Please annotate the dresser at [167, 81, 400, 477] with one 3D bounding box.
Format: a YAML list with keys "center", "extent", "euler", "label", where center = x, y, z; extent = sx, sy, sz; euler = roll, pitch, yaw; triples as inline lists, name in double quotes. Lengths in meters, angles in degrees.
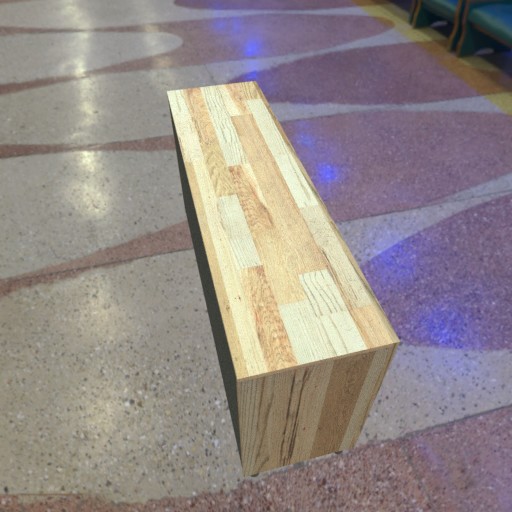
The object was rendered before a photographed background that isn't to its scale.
- center: [0.000, 0.000, 1.952]
  extent: [0.487, 0.834, 1.547]
  euler: [-10, 48, -10]
  label: "dresser"
